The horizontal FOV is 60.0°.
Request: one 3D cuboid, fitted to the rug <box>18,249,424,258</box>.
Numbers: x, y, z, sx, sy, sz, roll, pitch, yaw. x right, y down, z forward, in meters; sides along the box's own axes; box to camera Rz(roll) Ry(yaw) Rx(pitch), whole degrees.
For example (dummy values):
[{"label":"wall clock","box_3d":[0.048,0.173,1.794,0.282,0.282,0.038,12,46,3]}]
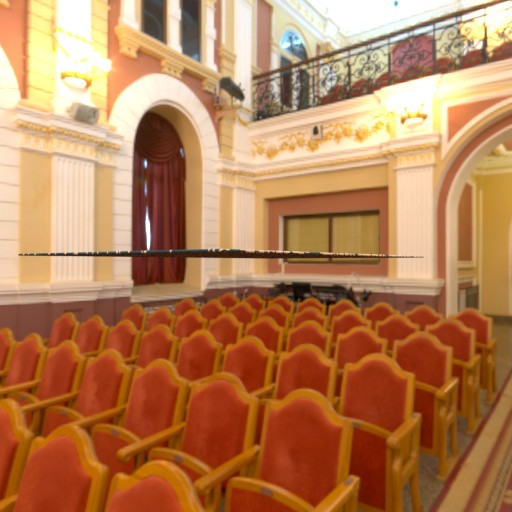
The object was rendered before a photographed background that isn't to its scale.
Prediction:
[{"label":"rug","box_3d":[0.000,0.000,3.003,1.517,0.011,2.435,-1,-1,37]}]
